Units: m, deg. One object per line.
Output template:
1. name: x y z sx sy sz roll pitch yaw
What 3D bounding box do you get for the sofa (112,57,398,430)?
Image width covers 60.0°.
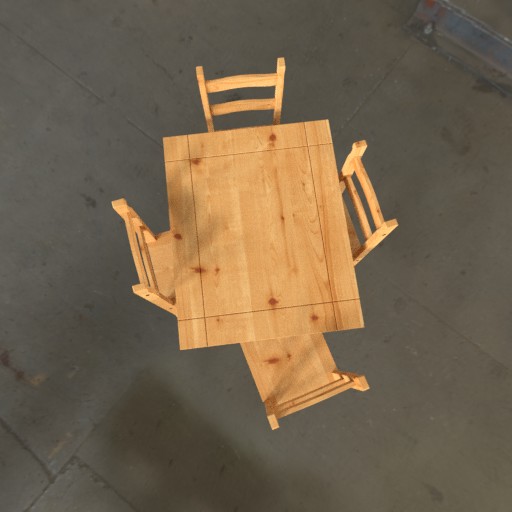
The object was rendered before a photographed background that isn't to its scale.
1. sofa: 0.000 0.000 2.245 1.144 1.000 1.529 -7 77 -2
